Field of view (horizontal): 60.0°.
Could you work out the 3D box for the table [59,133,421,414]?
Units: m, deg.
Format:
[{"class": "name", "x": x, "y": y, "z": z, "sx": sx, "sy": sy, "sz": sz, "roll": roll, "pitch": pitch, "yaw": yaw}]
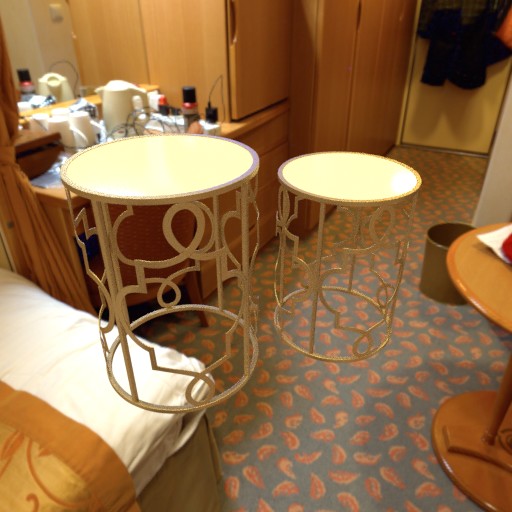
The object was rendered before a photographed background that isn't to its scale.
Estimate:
[{"class": "table", "x": 0.000, "y": 0.000, "z": 1.165, "sx": 0.846, "sy": 0.564, "sz": 0.420, "roll": -9, "pitch": 32, "yaw": -15}]
